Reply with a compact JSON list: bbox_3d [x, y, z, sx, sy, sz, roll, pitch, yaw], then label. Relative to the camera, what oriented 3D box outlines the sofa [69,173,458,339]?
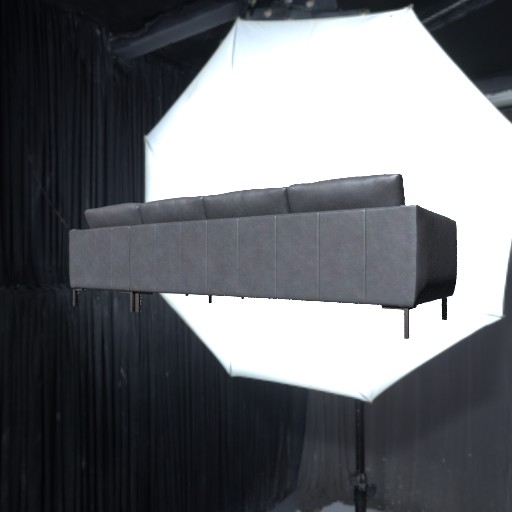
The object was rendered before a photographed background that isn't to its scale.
[{"bbox_3d":[0.000,0.000,3.579,2.993,0.859,1.471,-1,-1,36],"label":"sofa"}]
